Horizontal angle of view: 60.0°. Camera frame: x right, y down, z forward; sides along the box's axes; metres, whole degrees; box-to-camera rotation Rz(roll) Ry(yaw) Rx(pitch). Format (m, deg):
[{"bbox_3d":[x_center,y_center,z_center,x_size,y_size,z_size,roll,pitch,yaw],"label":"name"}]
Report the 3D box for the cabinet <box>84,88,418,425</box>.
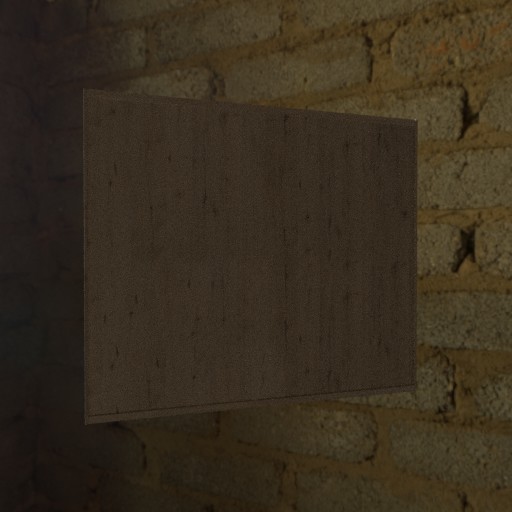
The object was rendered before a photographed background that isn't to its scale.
[{"bbox_3d":[0.000,0.000,3.530,2.500,2.180,0.660,0,1,-16],"label":"cabinet"}]
